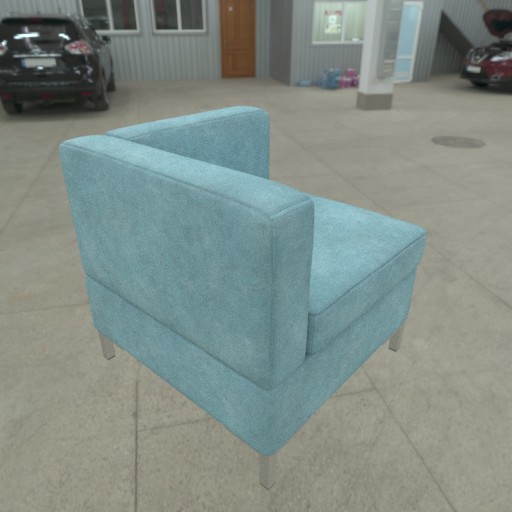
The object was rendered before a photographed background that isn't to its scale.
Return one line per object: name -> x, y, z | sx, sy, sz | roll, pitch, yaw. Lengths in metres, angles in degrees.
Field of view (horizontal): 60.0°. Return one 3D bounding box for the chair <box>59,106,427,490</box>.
chair -> 0.000, 0.000, 1.205 | 0.691, 0.660, 0.684 | 23, 36, 36
